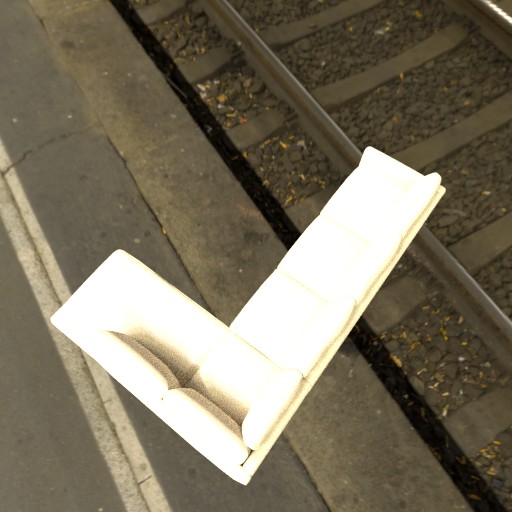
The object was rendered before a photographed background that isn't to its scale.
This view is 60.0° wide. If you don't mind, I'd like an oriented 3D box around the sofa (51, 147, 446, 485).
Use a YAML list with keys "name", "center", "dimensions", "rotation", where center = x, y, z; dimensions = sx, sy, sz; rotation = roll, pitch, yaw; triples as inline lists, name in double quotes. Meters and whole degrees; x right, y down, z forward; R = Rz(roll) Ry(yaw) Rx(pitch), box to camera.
- name: "sofa"
  center: [0.000, 0.000, 3.815]
  dimensions: [2.007, 0.815, 2.949]
  rotation: [34, 70, 15]
